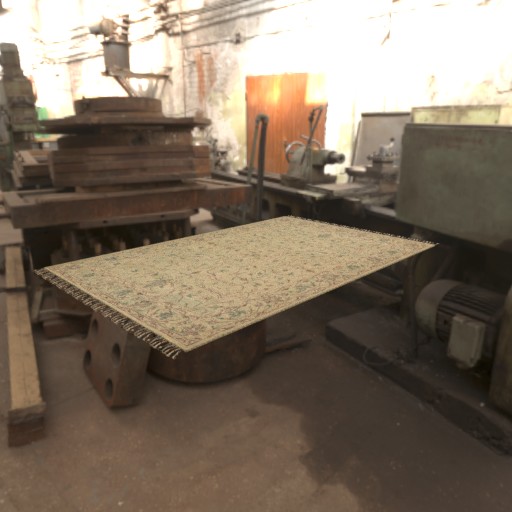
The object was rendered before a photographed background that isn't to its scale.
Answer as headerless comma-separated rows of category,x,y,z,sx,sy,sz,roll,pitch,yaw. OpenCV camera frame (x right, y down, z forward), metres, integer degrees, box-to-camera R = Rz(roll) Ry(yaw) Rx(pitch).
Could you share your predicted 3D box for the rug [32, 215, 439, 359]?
rug,0.000,0.000,3.064,2.435,0.010,1.544,-16,23,-42
